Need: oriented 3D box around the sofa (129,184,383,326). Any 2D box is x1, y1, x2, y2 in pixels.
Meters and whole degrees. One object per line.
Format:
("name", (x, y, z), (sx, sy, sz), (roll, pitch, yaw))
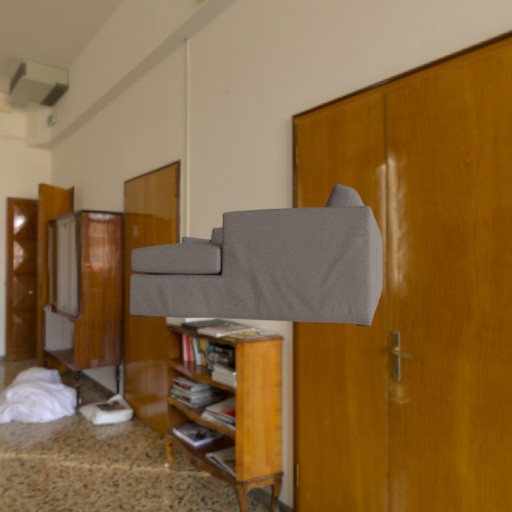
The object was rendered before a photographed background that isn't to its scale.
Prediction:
("sofa", (0.000, 0.000, 4.527), (2.427, 0.882, 3.460), (0, -1, 17))
